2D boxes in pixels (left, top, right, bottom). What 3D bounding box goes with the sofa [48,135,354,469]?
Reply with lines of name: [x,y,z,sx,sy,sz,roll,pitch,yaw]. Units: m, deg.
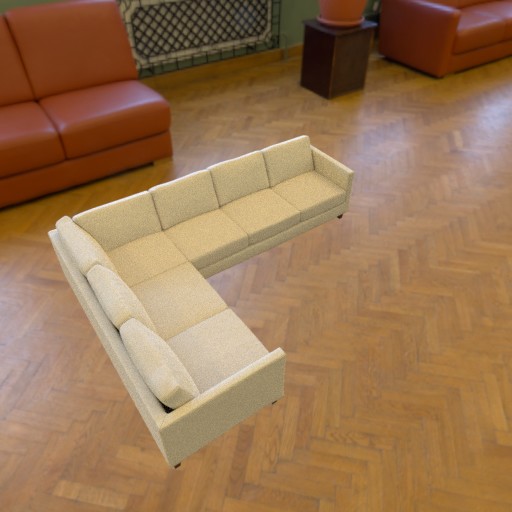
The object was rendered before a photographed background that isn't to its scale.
sofa: [0.000,0.000,4.326,3.182,0.863,2.432,-25,48,-25]
